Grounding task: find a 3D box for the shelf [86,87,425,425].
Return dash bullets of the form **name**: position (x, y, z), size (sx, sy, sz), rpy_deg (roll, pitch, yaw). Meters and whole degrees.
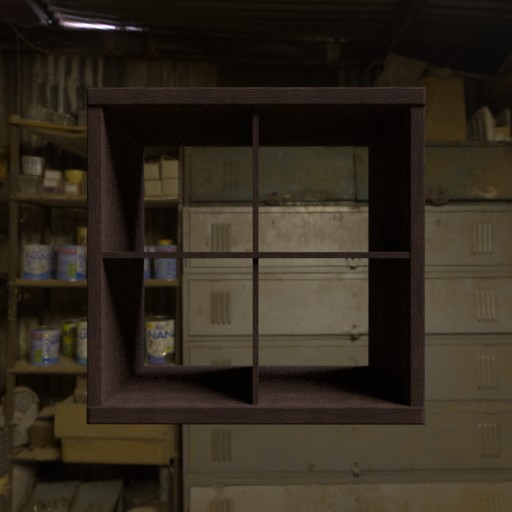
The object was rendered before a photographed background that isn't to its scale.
- **shelf**: position (0.000, 0.000, 1.228), size (0.790, 0.786, 0.390), rpy_deg (0, 0, 0)
